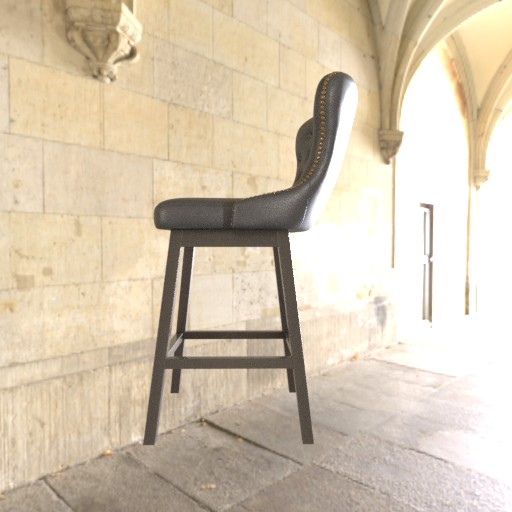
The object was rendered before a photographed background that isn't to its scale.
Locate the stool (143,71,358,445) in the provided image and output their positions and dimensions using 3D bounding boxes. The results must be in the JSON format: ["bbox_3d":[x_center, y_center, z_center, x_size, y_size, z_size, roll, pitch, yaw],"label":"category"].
[{"bbox_3d":[0.000,0.000,1.354,0.593,0.971,0.528,0,2,-1],"label":"stool"}]
